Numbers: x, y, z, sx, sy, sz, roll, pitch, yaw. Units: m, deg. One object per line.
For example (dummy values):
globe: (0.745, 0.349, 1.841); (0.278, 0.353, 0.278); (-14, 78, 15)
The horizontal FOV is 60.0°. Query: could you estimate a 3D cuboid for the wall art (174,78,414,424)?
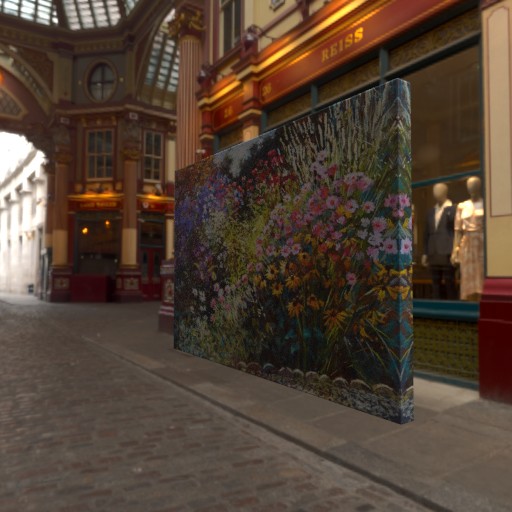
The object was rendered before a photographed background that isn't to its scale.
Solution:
wall art: (0.000, 0.000, 1.151); (0.037, 0.604, 0.908); (1, -2, -36)
